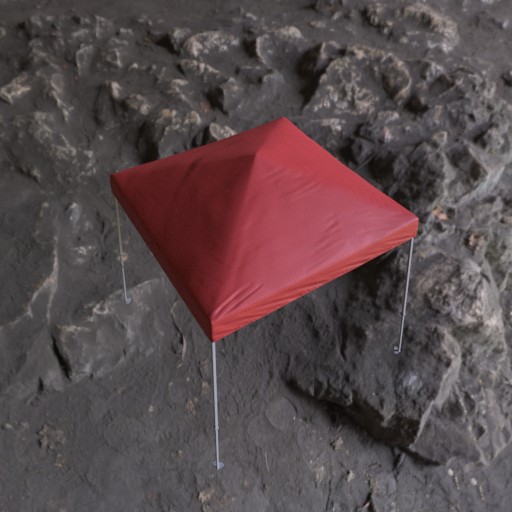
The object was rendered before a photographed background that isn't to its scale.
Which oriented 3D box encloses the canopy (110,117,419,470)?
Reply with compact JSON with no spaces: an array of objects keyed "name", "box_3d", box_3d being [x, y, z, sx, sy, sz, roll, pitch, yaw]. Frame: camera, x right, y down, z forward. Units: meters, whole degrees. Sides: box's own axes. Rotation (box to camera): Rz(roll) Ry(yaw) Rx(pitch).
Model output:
[{"name":"canopy","box_3d":[0.000,0.000,5.296,2.849,2.849,2.848,-25,51,-22]}]
